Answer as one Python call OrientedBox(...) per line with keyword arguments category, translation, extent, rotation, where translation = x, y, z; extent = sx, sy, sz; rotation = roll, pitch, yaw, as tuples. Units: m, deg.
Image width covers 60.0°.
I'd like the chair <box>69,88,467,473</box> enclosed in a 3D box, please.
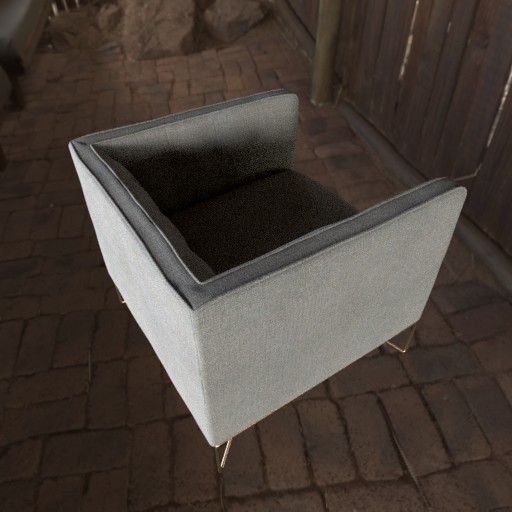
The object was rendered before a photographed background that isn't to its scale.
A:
OrientedBox(category="chair", translation=(0.000, 0.000, 1.616), extent=(0.912, 0.799, 0.920), rotation=(-24, 47, -24))
